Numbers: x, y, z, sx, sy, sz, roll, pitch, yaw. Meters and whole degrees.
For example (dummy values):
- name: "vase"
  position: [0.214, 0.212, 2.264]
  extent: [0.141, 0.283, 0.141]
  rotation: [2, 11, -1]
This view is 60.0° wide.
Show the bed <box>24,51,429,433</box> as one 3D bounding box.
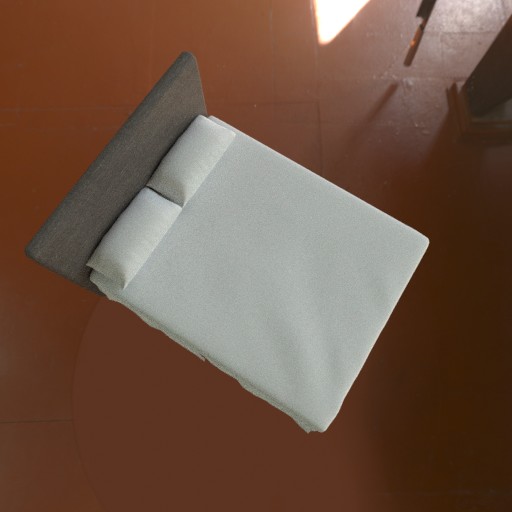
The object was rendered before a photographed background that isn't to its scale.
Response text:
- name: "bed"
  position: [0.000, 0.000, 3.196]
  extent: [2.142, 1.330, 1.723]
  rotation: [31, 77, 8]
